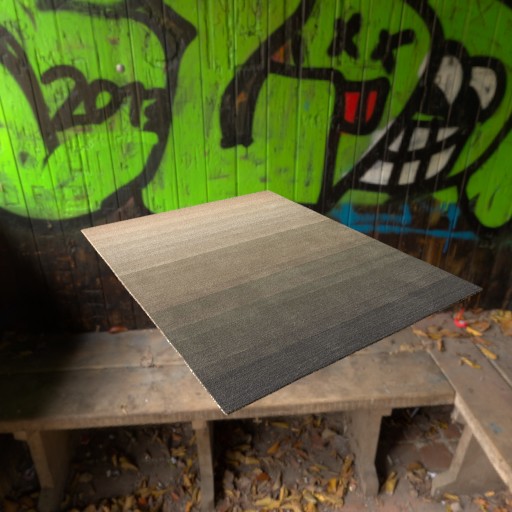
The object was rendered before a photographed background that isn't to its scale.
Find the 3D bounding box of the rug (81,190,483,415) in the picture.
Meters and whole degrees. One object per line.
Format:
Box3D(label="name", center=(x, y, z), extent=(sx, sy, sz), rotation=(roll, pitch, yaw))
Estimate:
Box3D(label="rug", center=(0.000, 0.000, 3.970), extent=(2.315, 0.015, 2.932), rotation=(-17, 31, -30))
